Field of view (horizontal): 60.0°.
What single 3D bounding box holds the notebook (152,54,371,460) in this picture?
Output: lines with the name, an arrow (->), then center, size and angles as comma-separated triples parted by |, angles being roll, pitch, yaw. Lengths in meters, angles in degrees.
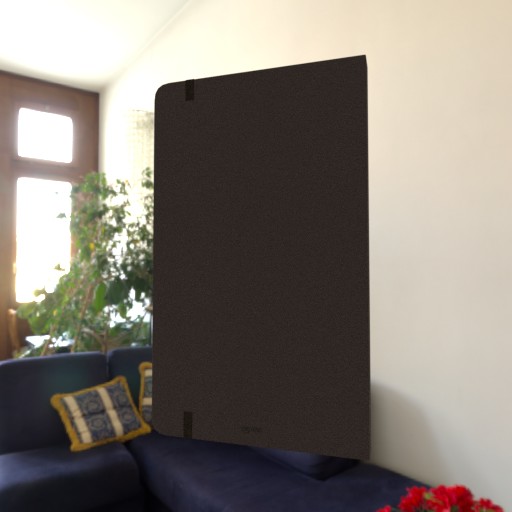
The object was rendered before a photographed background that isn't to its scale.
notebook -> 0.000, 0.000, 0.258 | 0.127, 0.213, 0.016 | -1, -2, 18
